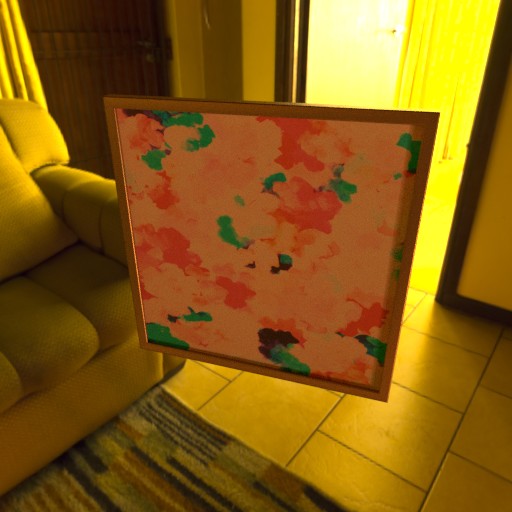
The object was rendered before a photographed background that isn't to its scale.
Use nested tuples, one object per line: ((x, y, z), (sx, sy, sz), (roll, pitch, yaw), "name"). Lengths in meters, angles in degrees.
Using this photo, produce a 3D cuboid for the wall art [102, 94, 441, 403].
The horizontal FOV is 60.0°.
((0.000, 0.000, 1.155), (0.767, 0.765, 0.036), (8, 28, 16), "wall art")
